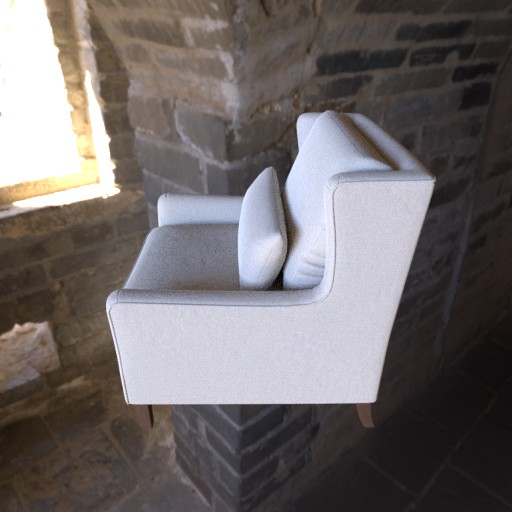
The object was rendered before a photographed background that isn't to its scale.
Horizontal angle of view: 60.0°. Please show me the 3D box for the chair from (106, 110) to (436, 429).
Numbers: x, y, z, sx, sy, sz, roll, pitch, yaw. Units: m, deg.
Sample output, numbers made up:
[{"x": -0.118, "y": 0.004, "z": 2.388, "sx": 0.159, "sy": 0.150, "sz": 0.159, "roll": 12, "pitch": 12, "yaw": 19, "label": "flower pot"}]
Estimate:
[{"x": 0.000, "y": 0.000, "z": 1.869, "sx": 1.040, "sy": 1.056, "sz": 0.982, "roll": 0, "pitch": 28, "yaw": 0, "label": "chair"}]
